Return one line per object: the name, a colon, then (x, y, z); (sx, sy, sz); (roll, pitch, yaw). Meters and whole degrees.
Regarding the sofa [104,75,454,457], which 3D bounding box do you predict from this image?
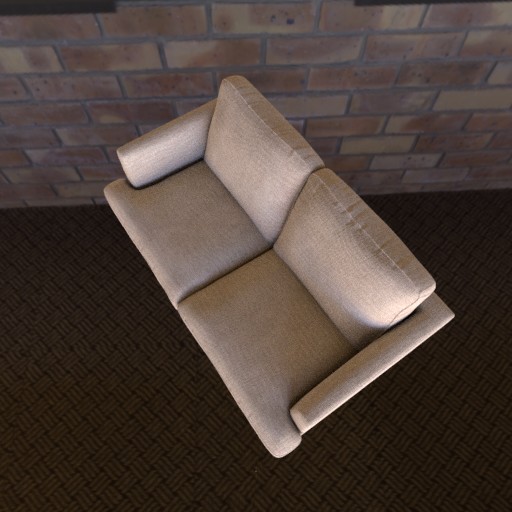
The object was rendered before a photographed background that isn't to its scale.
sofa: (0.000, 0.000, 2.143); (0.903, 0.944, 1.582); (-32, 68, -14)
